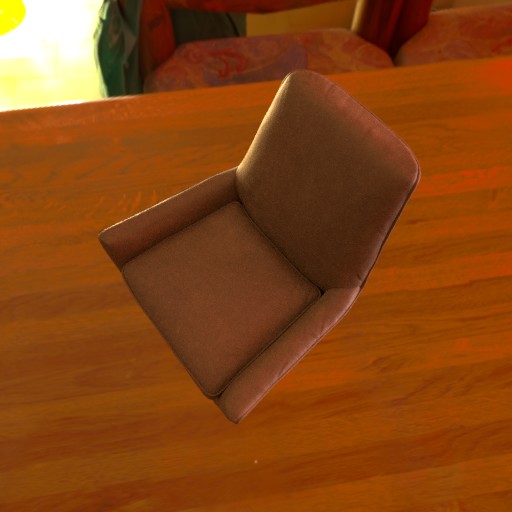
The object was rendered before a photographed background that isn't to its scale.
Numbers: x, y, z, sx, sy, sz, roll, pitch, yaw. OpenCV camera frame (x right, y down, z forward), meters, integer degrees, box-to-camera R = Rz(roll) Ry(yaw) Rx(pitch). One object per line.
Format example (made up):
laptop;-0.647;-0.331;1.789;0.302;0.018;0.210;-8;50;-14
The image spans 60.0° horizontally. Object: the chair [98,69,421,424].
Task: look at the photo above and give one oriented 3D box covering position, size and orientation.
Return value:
chair;0.000;0.000;1.528;0.824;0.888;0.787;-36;70;-15
